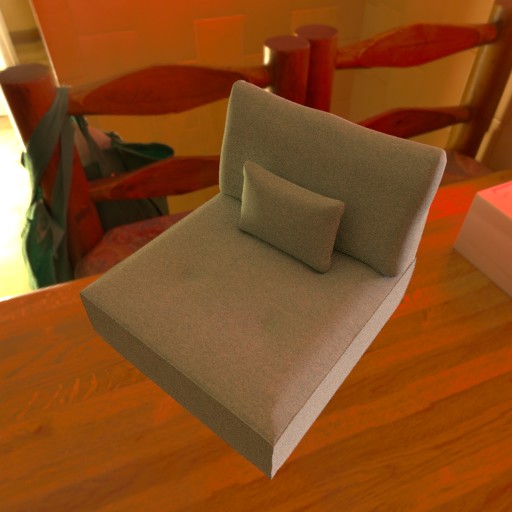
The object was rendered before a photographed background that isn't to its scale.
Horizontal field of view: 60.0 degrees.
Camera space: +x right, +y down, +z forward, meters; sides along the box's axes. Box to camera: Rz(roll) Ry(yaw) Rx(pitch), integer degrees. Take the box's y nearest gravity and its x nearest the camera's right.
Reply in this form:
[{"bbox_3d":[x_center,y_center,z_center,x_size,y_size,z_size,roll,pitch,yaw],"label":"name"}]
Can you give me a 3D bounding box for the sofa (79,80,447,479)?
[{"bbox_3d":[0.000,0.000,1.681,0.930,0.820,1.000,29,52,26],"label":"sofa"}]
